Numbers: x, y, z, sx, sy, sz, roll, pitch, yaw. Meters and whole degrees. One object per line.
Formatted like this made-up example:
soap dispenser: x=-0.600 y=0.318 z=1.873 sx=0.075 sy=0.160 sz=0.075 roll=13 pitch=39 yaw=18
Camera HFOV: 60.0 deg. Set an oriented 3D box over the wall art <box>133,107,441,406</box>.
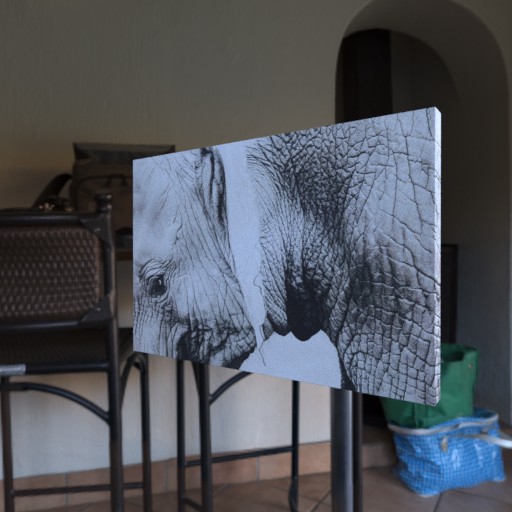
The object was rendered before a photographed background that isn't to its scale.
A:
wall art: x=0.000 y=0.000 z=0.789 sx=0.613 sy=0.407 sz=0.035 roll=0 pitch=0 yaw=34
